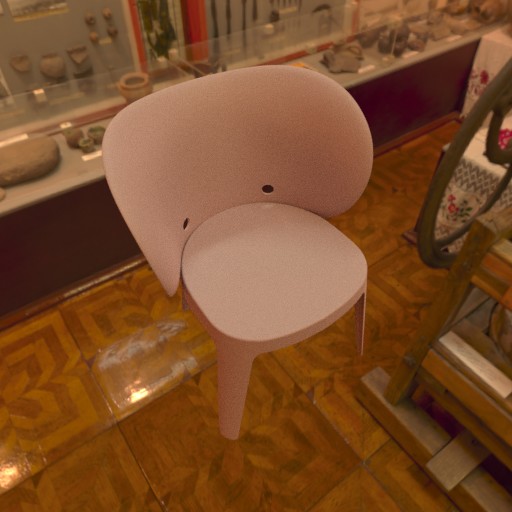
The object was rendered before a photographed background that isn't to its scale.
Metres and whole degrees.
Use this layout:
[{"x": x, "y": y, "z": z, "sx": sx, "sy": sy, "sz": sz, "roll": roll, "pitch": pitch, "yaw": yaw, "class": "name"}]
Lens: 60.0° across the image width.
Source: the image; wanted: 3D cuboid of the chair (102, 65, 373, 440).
[{"x": 0.000, "y": 0.000, "z": 0.854, "sx": 0.451, "sy": 0.554, "sz": 0.402, "roll": -26, "pitch": 52, "yaw": -23, "class": "chair"}]
